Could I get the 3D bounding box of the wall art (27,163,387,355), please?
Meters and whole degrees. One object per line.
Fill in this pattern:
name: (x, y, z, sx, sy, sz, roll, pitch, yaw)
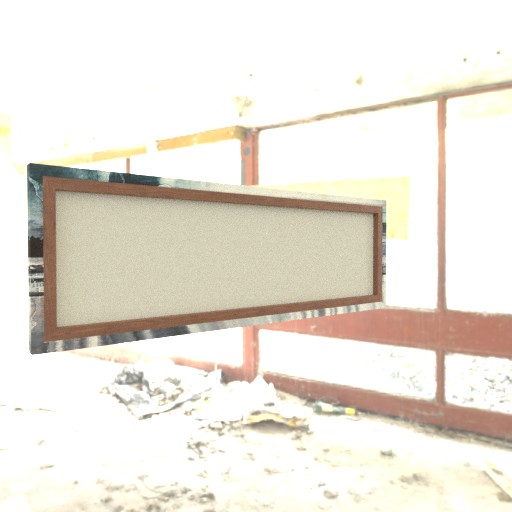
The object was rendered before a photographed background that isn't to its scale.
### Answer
wall art: (0.000, 0.000, 1.645, 1.524, 0.509, 0.037, -1, 1, -37)
